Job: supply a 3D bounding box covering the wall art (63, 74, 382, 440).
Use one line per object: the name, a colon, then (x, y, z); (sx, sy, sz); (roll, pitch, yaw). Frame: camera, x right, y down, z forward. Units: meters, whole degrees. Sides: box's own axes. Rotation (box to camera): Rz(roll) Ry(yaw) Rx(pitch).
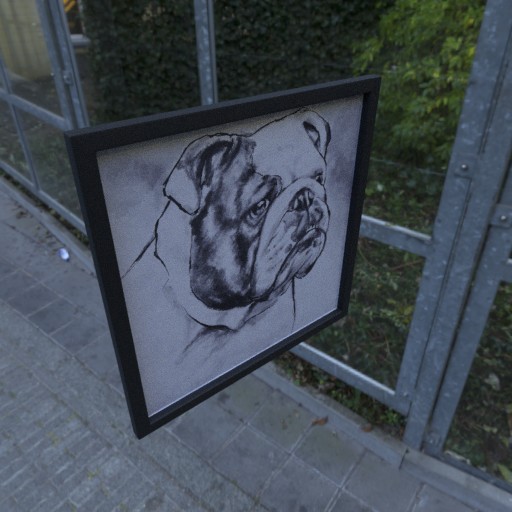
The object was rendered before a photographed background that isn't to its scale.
wall art: (0.000, 0.000, 0.656); (0.456, 0.453, 0.022); (-23, 39, -32)
